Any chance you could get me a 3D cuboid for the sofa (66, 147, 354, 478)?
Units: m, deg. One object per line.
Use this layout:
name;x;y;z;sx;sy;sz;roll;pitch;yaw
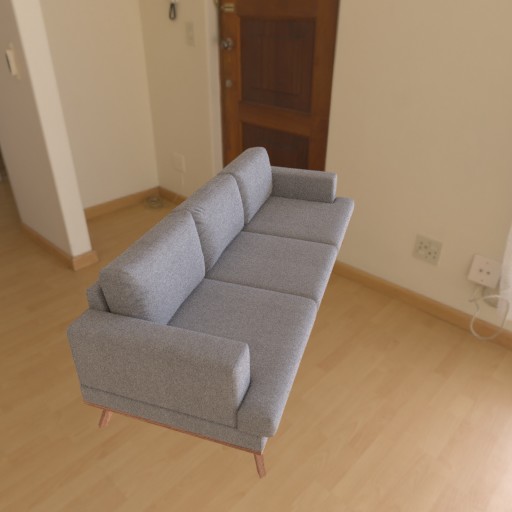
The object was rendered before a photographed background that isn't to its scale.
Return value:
sofa;0.000;0.000;2.733;0.920;0.810;2.310;9;31;16
